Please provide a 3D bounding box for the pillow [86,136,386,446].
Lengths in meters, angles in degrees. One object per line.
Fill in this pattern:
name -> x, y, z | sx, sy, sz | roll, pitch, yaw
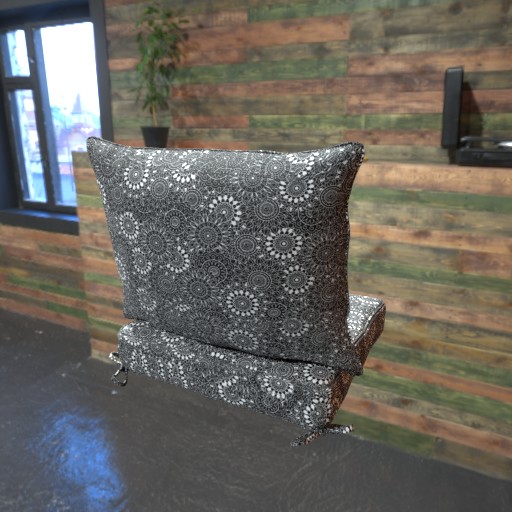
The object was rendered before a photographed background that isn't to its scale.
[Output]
pillow -> 0.000, 0.000, 1.379 | 0.798, 0.722, 0.740 | 8, 18, 27
